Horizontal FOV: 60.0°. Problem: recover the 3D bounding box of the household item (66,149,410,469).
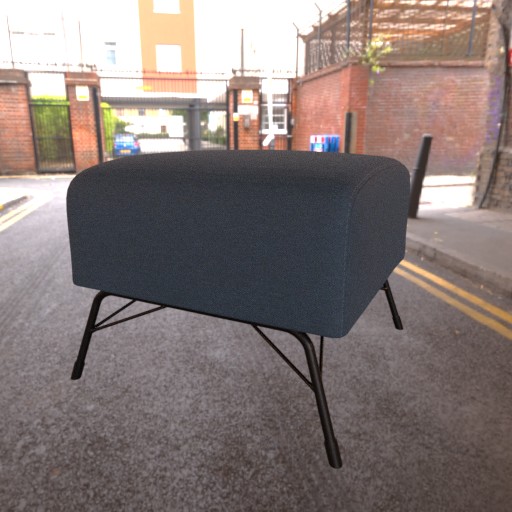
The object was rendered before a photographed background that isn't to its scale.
[{"bbox_3d":[0.000,0.000,0.899,0.530,0.420,0.530,8,17,26],"label":"household item"}]
